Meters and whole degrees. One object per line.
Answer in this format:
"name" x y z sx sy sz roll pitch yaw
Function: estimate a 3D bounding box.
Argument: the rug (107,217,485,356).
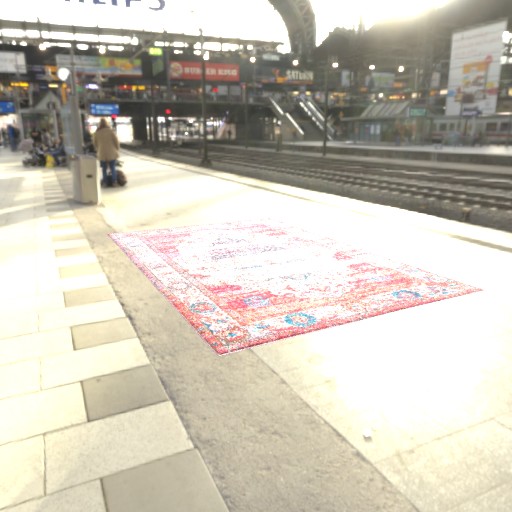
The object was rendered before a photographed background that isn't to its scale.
"rug" 0.000 0.000 2.364 1.219 0.006 1.829 -8 18 -27
